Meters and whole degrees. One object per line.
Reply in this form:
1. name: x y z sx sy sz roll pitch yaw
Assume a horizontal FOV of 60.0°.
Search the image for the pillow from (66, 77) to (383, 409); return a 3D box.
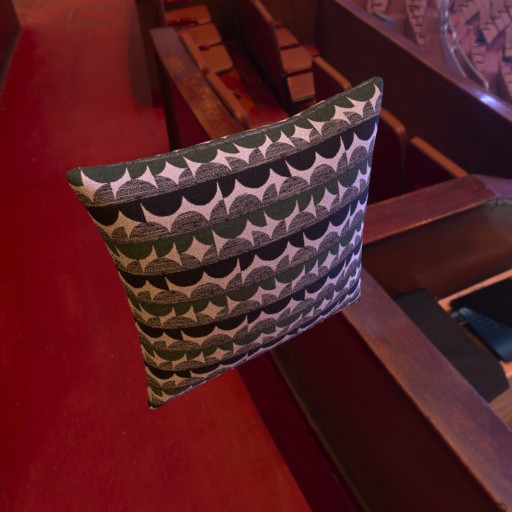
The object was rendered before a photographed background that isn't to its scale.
1. pillow: 0.000 0.000 0.632 0.419 0.404 0.180 -24 51 -21
